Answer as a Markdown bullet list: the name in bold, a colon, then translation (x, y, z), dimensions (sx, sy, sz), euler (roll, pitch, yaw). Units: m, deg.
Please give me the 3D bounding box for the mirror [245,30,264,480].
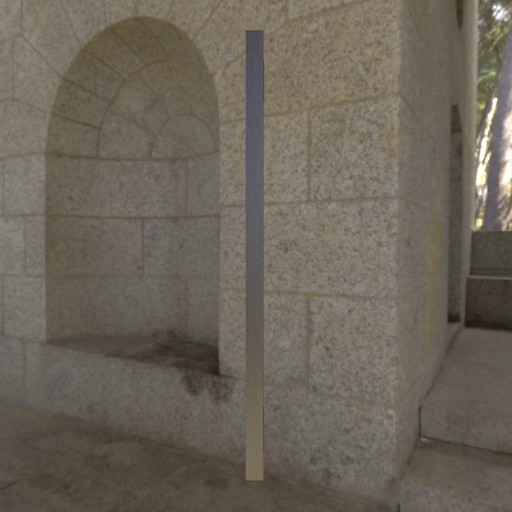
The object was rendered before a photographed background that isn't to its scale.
- **mirror**: translation (0.000, 0.000, 1.275), dimensions (0.047, 1.123, 0.343), euler (0, 1, 1)
